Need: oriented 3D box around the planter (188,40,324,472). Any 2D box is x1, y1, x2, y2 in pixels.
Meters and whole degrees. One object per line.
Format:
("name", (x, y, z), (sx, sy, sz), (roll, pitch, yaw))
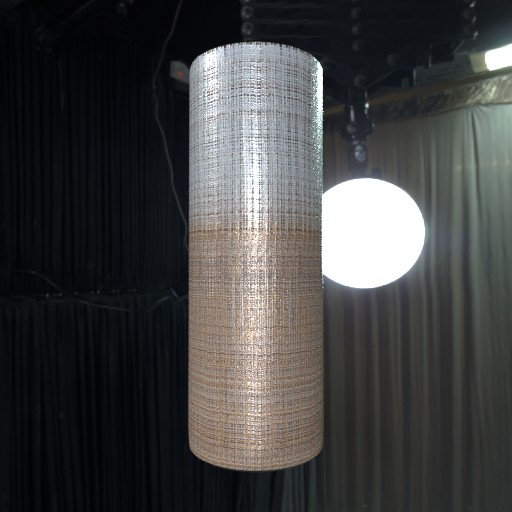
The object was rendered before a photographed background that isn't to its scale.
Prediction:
("planter", (0.000, 0.000, 0.331), (0.099, 0.278, 0.099), (-1, -2, 35))
